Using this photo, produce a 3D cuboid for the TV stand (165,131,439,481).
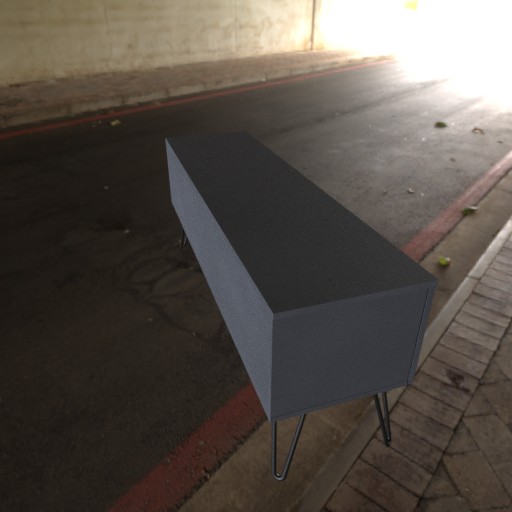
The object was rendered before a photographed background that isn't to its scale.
[{"bbox_3d":[0.000,0.000,1.629,0.400,0.560,1.400,-9,31,-16],"label":"TV stand"}]
